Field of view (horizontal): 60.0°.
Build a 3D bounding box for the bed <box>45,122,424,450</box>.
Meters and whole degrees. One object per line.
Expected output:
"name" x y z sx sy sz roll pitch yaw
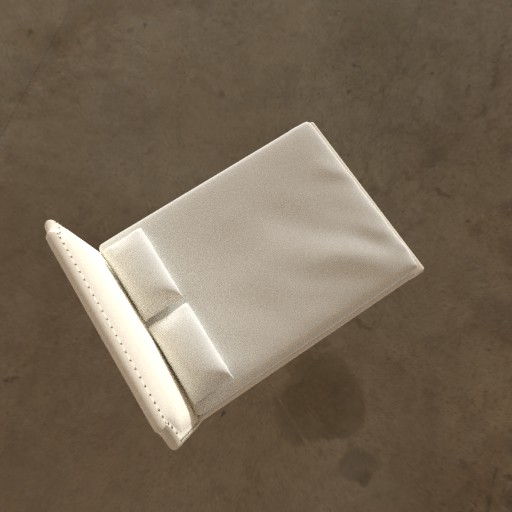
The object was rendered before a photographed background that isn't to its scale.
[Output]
"bed" 0.000 0.000 3.533 2.365 1.443 1.712 -32 79 -7
